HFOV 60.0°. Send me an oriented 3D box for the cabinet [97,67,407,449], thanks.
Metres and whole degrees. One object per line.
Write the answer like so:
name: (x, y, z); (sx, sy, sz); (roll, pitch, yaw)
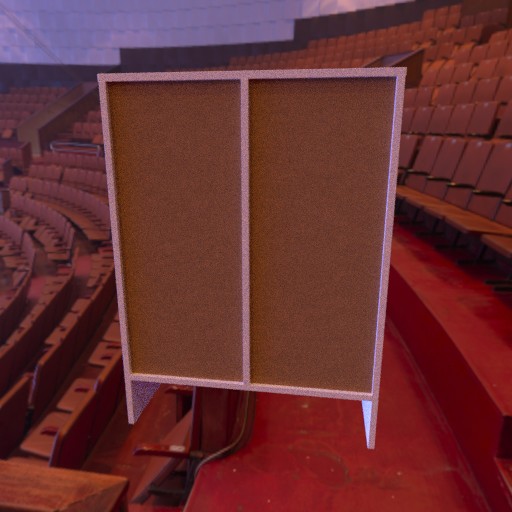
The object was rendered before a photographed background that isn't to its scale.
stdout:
cabinet: (0.000, 0.000, 1.096); (0.600, 0.815, 0.296); (2, 16, 9)
